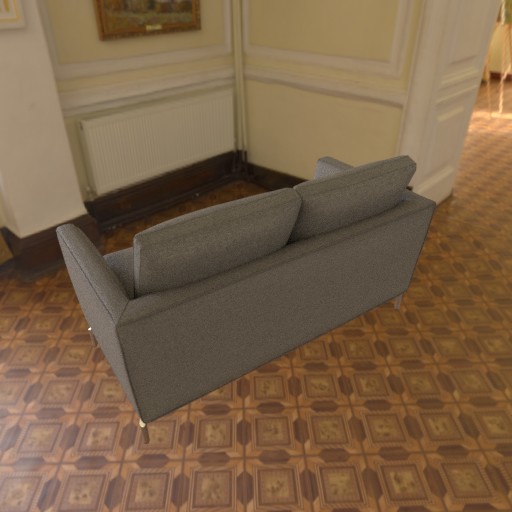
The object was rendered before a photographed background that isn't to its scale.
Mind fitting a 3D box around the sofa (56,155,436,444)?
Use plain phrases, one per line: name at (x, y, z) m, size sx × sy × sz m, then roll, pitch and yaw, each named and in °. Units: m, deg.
sofa at (0.000, 0.000, 2.154) m, size 1.594 × 0.924 × 0.803 m, roll -20°, pitch 38°, yaw -28°
